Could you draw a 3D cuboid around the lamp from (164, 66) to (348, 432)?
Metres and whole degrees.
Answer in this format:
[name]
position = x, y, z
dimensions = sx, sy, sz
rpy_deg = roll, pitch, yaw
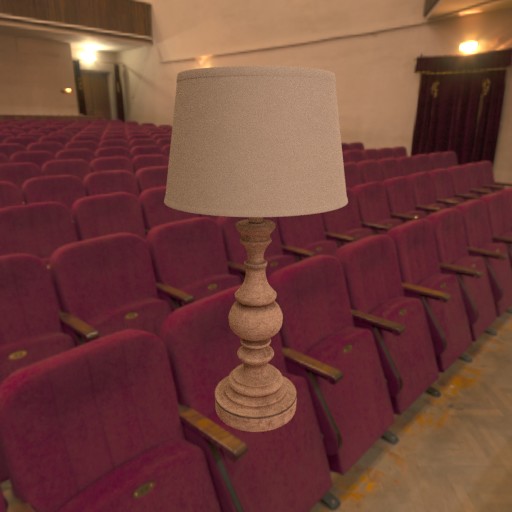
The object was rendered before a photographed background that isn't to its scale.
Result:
[lamp]
position = 0.000, 0.000, 0.867
dimensions = 0.340, 0.678, 0.340
rpy_deg = 0, 17, 0
